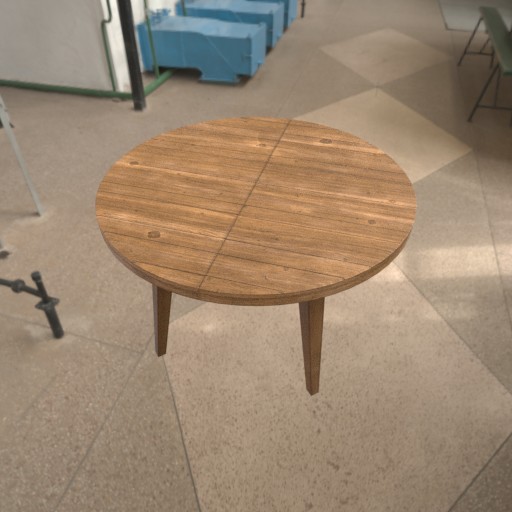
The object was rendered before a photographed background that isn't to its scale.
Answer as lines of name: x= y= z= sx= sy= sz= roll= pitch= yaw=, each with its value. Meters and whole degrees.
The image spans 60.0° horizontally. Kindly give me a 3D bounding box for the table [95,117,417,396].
table: x=0.000 y=0.000 z=1.985 sx=1.213 sy=0.764 sz=1.213 roll=0 pitch=41 yaw=0
